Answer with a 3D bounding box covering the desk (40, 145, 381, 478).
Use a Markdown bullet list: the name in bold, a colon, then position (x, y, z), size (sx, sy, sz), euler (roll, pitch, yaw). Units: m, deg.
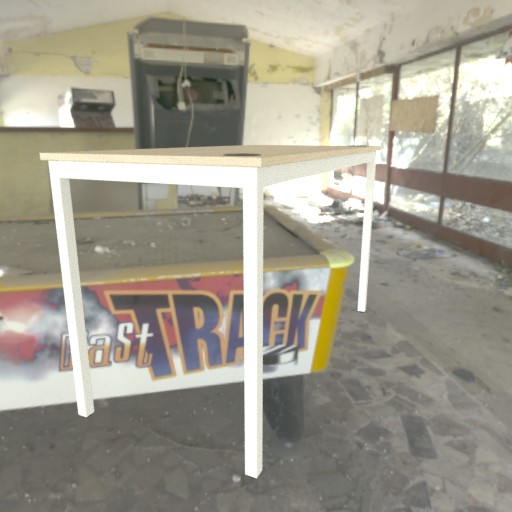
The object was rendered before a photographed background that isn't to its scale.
- **desk**: position (0.000, 0.000, 1.578), size (0.600, 0.750, 1.200), euler (7, 17, 25)
